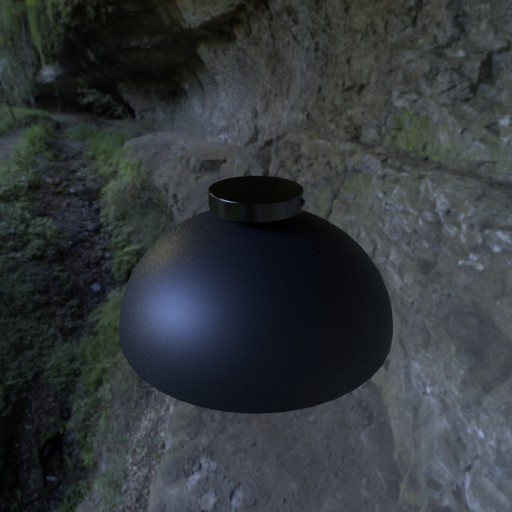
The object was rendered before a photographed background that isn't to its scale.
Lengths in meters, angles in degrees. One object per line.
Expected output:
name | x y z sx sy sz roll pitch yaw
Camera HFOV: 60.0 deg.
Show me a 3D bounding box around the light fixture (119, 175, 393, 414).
light fixture | 0.000 0.000 0.560 0.355 0.177 0.355 0 26 0
